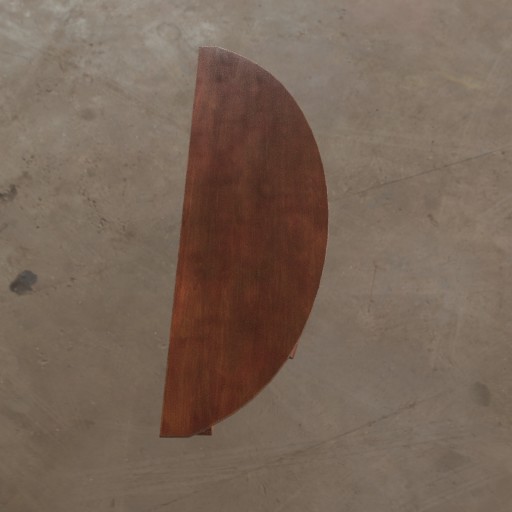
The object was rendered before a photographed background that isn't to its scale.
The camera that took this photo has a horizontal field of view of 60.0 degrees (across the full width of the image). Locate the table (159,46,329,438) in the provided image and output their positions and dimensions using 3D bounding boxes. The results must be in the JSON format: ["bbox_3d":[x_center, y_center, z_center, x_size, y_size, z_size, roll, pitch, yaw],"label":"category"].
[{"bbox_3d":[0.000,0.000,1.519,0.394,0.699,1.198,1,65,0],"label":"table"}]
